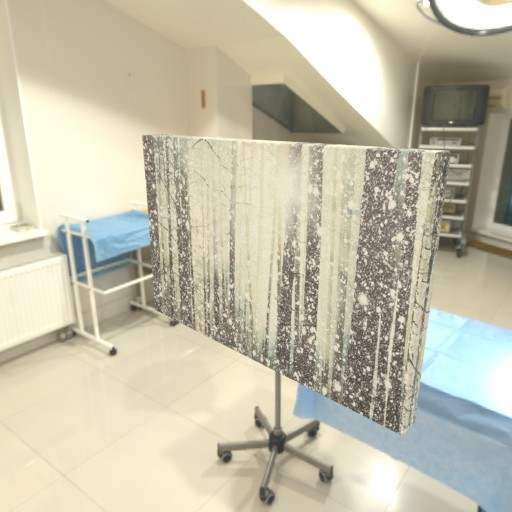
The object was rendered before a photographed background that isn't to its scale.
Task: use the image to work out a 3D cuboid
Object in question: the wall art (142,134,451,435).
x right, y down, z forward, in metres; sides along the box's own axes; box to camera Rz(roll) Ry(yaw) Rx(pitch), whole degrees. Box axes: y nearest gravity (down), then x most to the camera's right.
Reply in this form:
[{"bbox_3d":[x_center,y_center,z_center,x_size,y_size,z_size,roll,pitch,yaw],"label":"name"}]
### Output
[{"bbox_3d":[0.000,0.000,0.791,0.618,0.398,0.042,17,24,41],"label":"wall art"}]
